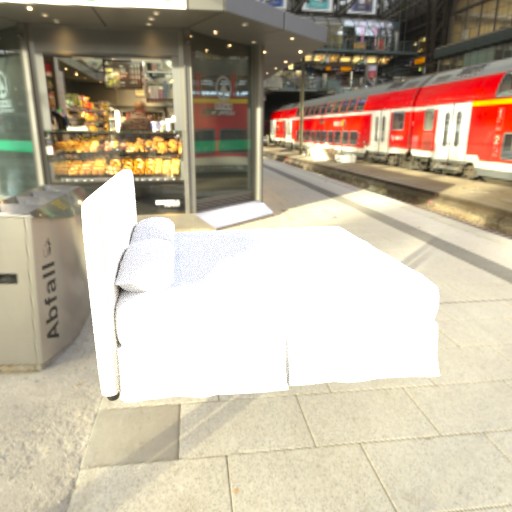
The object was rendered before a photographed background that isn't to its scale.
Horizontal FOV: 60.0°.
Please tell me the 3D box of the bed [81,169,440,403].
[{"bbox_3d":[0.000,0.000,3.737,2.341,1.317,2.119,-3,16,-10],"label":"bed"}]
